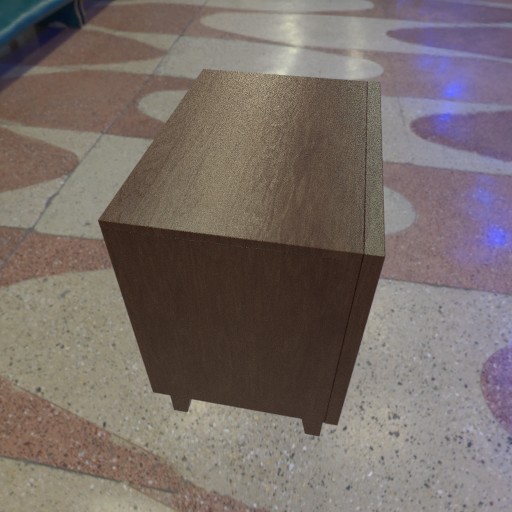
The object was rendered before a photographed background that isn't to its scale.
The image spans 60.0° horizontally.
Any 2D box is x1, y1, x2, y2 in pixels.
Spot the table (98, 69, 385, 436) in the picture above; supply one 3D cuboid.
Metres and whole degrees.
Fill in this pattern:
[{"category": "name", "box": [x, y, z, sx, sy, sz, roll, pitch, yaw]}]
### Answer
[{"category": "table", "box": [0.000, 0.000, 1.015, 0.449, 0.609, 0.557, 7, 45, 8]}]
